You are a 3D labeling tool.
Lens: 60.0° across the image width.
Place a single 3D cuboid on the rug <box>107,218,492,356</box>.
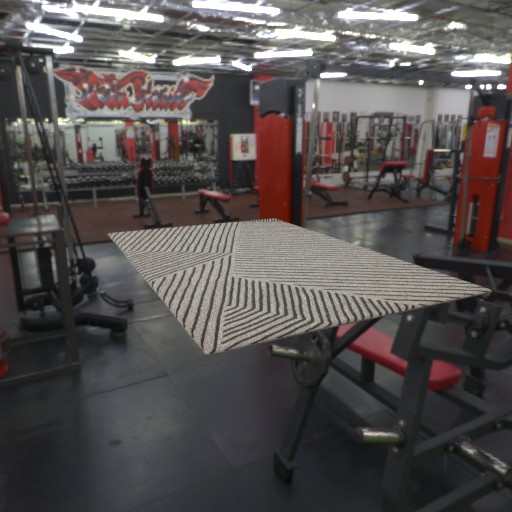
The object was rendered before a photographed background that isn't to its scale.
[{"bbox_3d":[0.000,0.000,2.331,1.237,0.019,1.842,-7,17,-25],"label":"rug"}]
